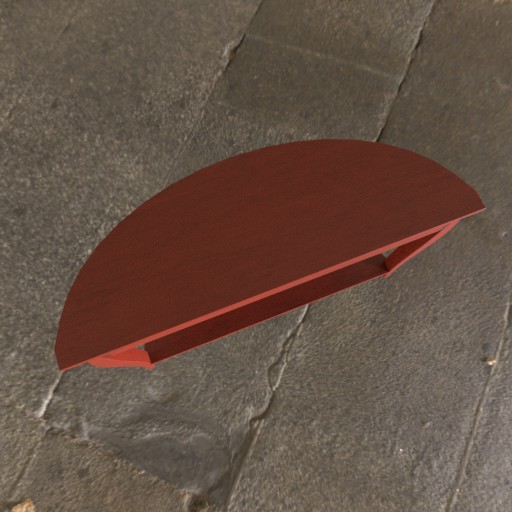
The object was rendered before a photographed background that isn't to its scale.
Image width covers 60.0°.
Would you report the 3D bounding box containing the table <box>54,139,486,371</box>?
[{"bbox_3d":[0.000,0.000,1.600,1.219,0.779,0.405,-20,76,-6],"label":"table"}]
